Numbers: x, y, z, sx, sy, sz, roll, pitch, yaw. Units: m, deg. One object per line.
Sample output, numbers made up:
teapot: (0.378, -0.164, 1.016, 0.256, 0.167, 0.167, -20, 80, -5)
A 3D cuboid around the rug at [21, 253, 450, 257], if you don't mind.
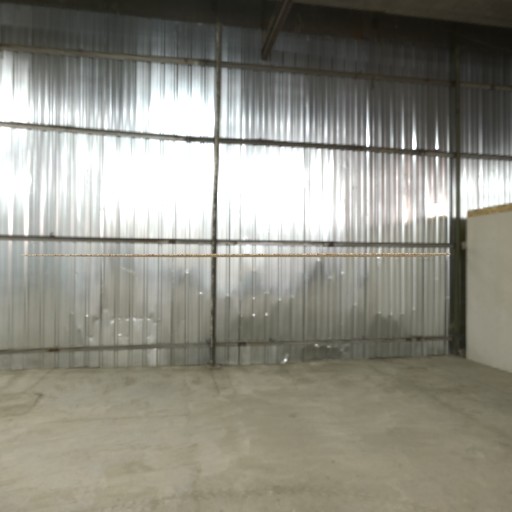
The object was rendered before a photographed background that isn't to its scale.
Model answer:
rug: (0.000, 0.000, 3.897, 2.939, 0.009, 2.313, 0, 0, 18)
